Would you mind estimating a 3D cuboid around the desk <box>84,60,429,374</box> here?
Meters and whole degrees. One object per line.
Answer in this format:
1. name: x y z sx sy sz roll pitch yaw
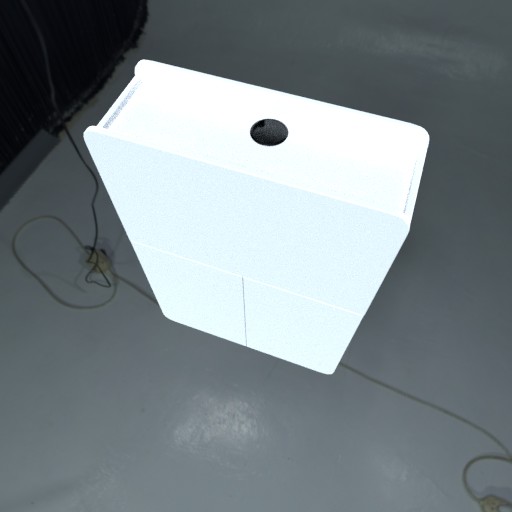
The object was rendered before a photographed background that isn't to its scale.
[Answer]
1. desk: 0.000 0.000 1.553 0.795 1.190 0.278 17 61 10
